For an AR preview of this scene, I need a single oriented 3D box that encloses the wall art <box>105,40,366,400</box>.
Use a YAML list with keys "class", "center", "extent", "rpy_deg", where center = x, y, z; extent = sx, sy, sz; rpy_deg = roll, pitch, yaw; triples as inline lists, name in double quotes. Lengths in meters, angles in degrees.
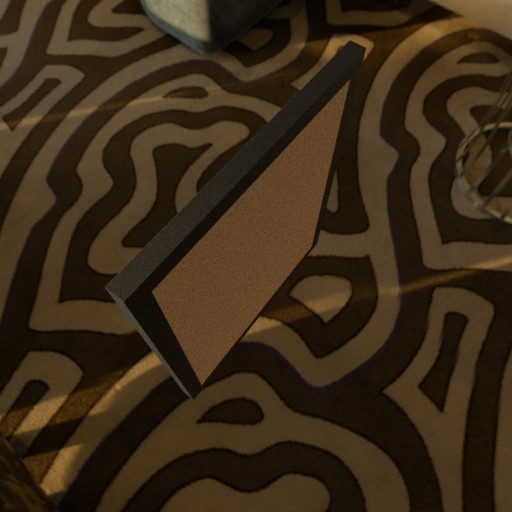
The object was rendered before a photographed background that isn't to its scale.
- class: "wall art"
  center: [0.000, 0.000, 0.710]
  extent: [0.025, 0.508, 0.432]
  rpy_deg: [34, 67, 16]
